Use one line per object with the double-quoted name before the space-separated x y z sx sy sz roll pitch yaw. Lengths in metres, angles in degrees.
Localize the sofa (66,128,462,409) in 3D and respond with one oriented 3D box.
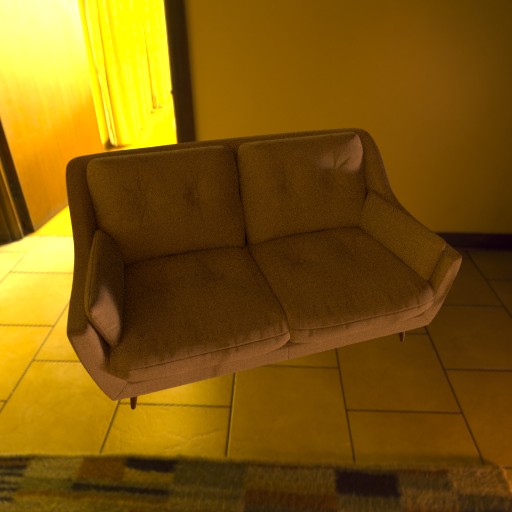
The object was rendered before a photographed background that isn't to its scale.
"sofa" 0.000 0.000 2.132 1.652 0.888 0.965 -10 34 -15
